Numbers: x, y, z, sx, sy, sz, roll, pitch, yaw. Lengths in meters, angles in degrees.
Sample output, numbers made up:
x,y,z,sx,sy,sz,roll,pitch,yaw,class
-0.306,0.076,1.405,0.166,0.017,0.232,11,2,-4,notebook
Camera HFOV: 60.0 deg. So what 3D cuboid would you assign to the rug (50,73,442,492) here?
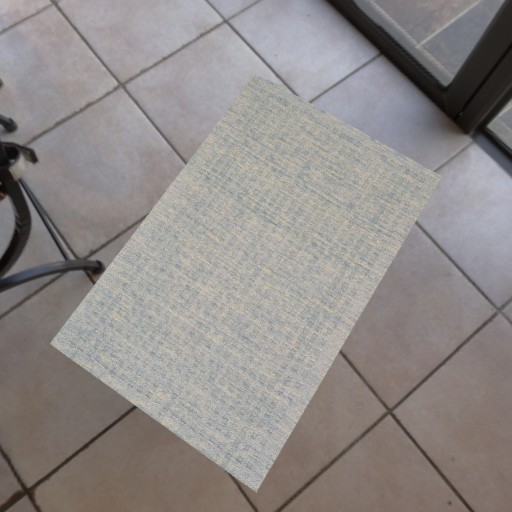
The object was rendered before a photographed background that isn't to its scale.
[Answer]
x,y,z,sx,sy,sz,roll,pitch,yaw,class
0.000,0.000,2.168,1.142,0.006,1.752,32,77,8,rug
